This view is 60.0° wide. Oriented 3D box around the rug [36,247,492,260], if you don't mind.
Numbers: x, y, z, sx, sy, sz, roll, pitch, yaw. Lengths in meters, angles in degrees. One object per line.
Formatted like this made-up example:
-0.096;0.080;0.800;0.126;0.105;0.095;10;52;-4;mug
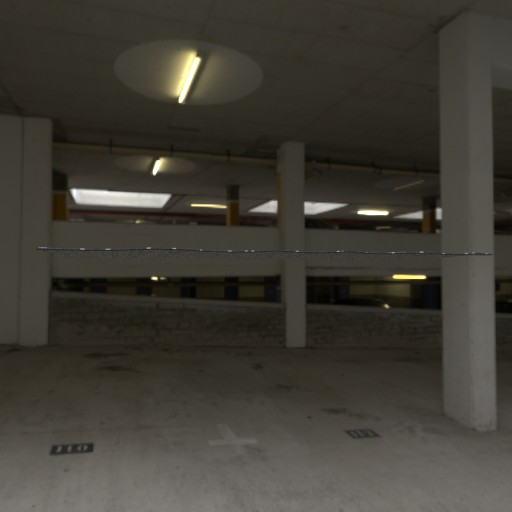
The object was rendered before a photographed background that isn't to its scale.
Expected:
0.000;0.000;2.967;2.448;0.017;1.529;1;-2;-18;rug
